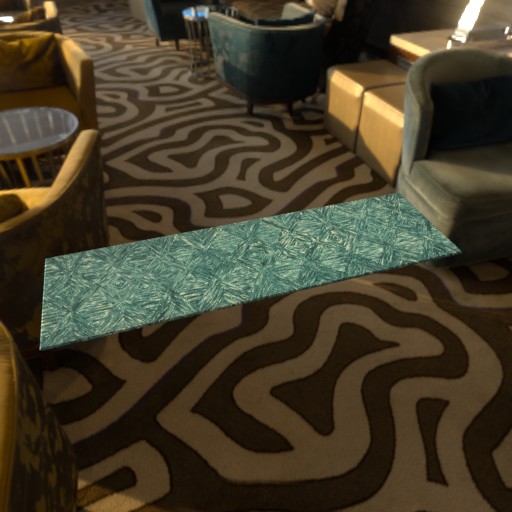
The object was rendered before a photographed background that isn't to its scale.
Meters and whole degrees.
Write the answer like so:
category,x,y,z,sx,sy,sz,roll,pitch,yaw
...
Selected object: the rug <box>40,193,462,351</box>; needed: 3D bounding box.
category,x,y,z,sx,sy,sz,roll,pitch,yaw
rug,0.000,0.000,2.534,2.286,0.016,0.676,-12,41,-14
